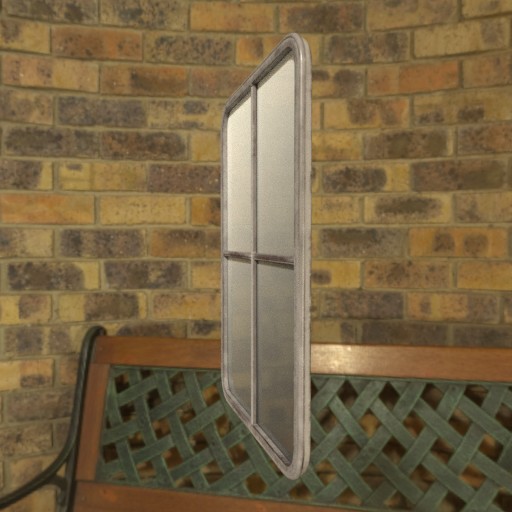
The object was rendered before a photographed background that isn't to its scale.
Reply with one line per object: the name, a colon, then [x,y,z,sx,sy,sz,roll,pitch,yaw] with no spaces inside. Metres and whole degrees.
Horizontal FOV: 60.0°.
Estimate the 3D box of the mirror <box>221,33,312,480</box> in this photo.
mirror: [0.000,0.000,0.881,0.024,0.713,0.461,-1,2,-19]
